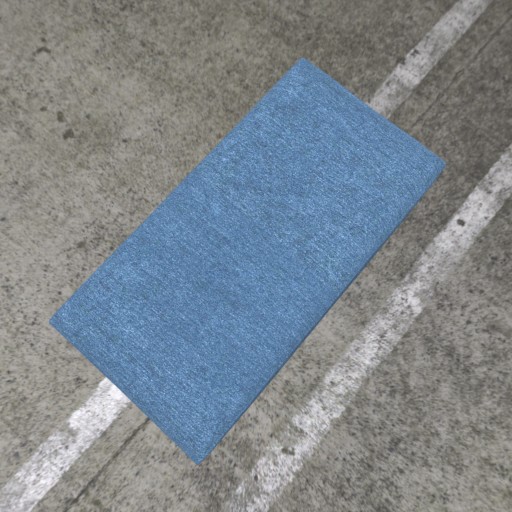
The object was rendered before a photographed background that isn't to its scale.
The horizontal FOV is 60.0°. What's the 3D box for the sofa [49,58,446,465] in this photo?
[{"bbox_3d":[0.000,0.000,1.206,0.480,0.470,0.930,40,80,8],"label":"sofa"}]
